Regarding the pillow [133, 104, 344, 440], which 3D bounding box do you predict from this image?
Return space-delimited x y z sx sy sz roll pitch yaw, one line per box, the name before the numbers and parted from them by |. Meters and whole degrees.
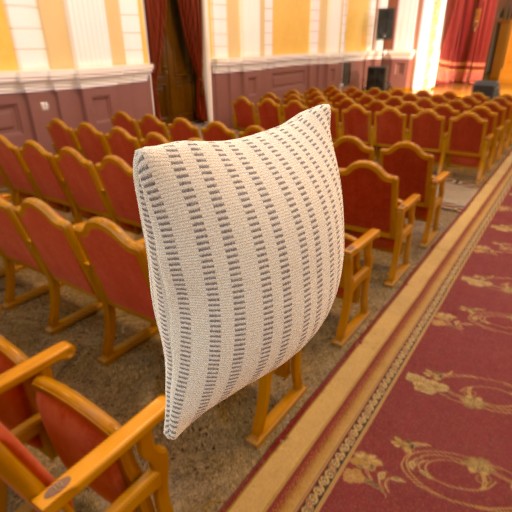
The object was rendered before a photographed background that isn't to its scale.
pillow | 0.000 0.000 0.703 0.247 0.419 0.438 17 31 31
